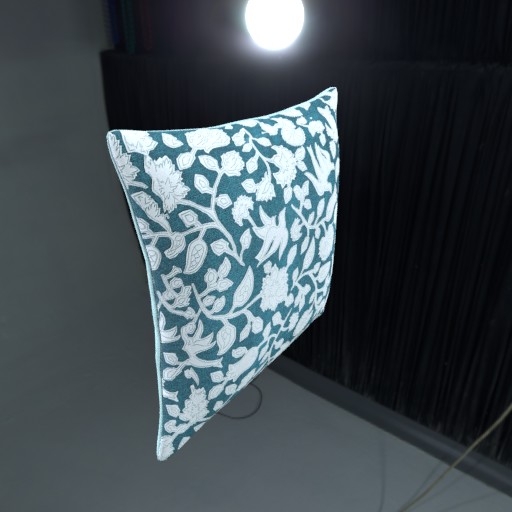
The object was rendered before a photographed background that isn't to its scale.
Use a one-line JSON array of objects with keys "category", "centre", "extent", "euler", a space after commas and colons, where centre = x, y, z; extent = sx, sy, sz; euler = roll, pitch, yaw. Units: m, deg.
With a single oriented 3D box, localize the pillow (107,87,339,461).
[{"category": "pillow", "centre": [0.000, 0.000, 0.771], "extent": [0.166, 0.508, 0.525], "euler": [18, 32, 32]}]
